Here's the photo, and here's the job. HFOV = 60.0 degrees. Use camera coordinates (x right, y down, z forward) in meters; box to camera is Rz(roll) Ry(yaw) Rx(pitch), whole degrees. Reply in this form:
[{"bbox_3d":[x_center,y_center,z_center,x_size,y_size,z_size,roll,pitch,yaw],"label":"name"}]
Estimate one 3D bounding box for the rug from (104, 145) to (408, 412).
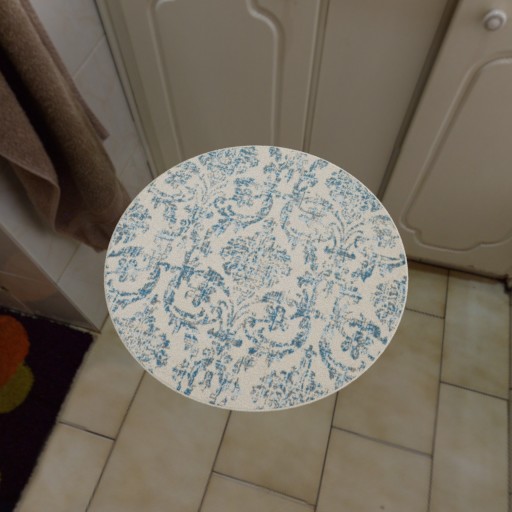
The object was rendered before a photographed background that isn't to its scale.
[{"bbox_3d":[0.000,0.000,2.355,1.593,0.012,1.593,0,60,0],"label":"rug"}]
